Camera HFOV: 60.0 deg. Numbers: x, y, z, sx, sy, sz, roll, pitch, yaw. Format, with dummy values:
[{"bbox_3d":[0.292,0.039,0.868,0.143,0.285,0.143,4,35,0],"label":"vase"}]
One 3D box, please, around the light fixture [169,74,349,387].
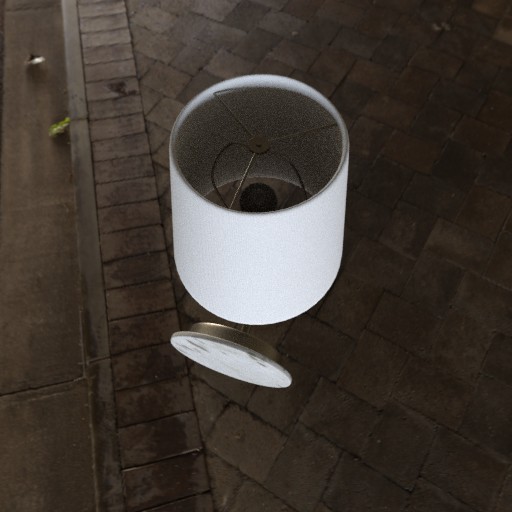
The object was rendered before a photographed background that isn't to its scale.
[{"bbox_3d":[0.000,0.000,0.458,0.168,0.337,0.188,17,64,8],"label":"light fixture"}]
